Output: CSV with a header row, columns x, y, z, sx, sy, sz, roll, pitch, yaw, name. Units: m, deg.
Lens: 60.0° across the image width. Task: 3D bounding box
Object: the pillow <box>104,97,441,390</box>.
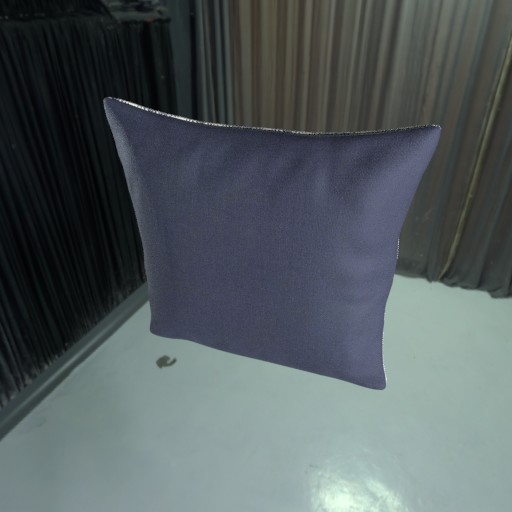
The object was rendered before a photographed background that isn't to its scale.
x,y,z,sx,sy,sz,roll,pitch,yaw,name
0.000,0.000,0.785,0.520,0.508,0.166,10,33,16,pillow
